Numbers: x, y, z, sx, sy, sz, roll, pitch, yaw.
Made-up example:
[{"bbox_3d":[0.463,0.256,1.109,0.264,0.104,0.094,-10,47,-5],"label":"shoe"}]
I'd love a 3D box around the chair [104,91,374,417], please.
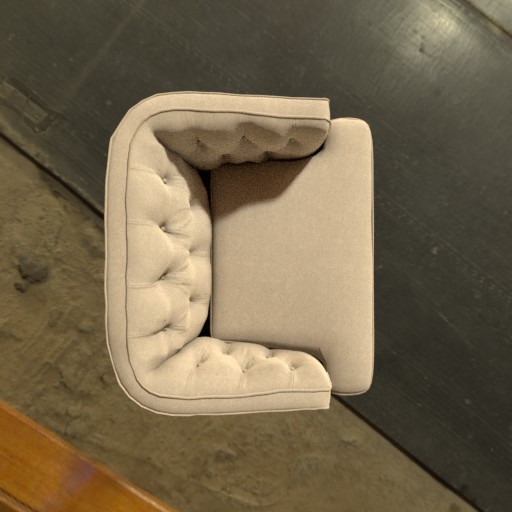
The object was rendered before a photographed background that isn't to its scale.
[{"bbox_3d":[0.000,0.000,1.792,0.941,0.852,1.104,0,89,2],"label":"chair"}]
